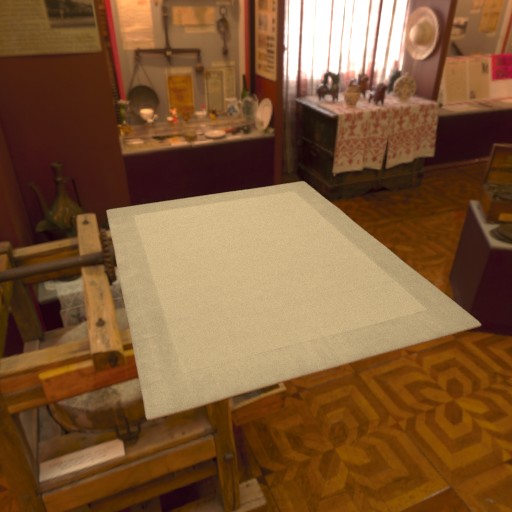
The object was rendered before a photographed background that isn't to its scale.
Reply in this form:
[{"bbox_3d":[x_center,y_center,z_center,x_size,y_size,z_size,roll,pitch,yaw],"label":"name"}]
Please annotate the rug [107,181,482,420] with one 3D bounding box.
[{"bbox_3d":[0.000,0.000,4.066,2.430,0.018,2.976,-11,33,-17],"label":"rug"}]
